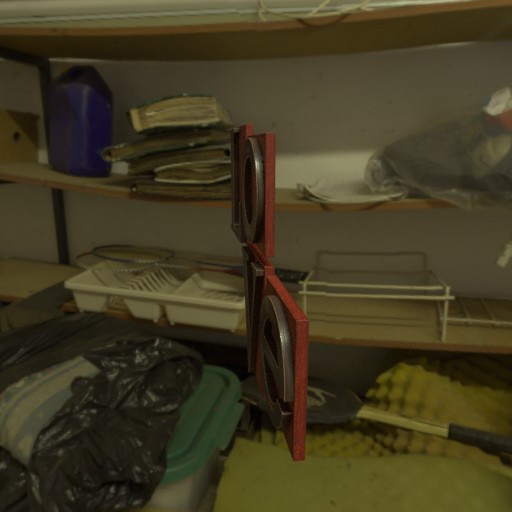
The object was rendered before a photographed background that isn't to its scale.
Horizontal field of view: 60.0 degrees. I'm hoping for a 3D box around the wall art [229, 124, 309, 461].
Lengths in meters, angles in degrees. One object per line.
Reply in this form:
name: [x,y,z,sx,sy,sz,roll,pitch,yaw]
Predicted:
wall art: [0.000,0.000,0.850,0.030,0.497,0.635,-2,14,-9]
